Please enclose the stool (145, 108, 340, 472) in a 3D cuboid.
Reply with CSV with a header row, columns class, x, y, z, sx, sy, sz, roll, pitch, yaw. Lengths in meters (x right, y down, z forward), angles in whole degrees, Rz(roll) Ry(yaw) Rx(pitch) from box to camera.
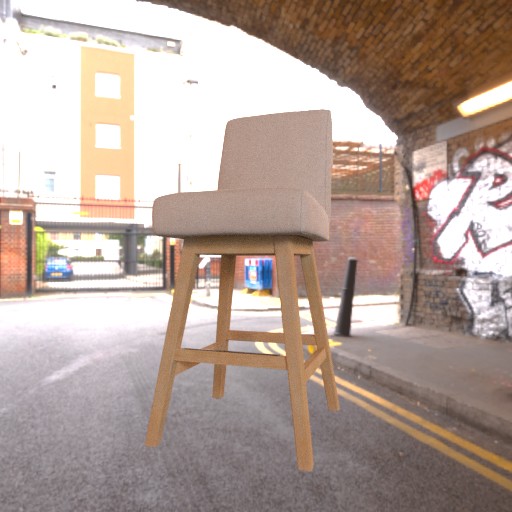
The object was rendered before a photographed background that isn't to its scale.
class,x,y,z,sx,sy,sz,roll,pitch,yaw
stool,0.000,0.000,1.346,0.446,1.015,0.543,0,-1,19
